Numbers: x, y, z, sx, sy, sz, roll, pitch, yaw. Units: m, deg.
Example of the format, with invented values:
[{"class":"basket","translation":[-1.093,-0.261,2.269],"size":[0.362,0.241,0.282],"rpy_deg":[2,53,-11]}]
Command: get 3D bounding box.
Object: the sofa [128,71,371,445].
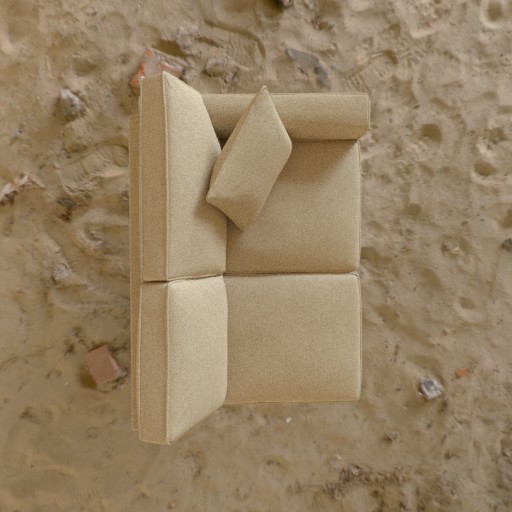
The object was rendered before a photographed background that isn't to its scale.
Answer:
[{"class":"sofa","translation":[0.000,0.000,2.035],"size":[0.991,0.989,1.388],"rpy_deg":[0,92,-1]}]
